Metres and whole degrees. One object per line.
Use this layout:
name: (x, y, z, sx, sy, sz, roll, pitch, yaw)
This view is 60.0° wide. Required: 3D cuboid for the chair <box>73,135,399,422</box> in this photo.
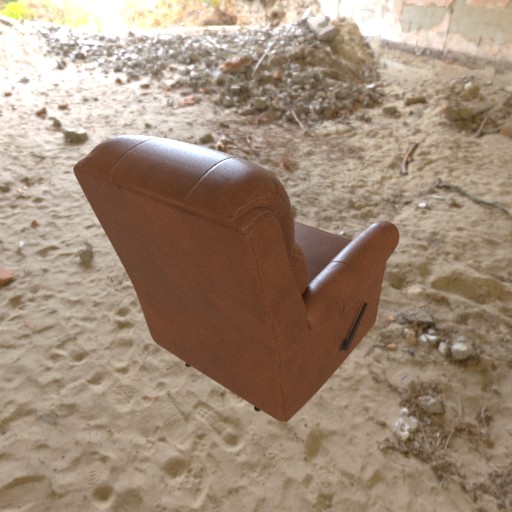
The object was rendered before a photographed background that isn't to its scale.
chair: (0.000, 0.000, 1.800, 0.838, 1.054, 1.014, 22, 38, 32)
